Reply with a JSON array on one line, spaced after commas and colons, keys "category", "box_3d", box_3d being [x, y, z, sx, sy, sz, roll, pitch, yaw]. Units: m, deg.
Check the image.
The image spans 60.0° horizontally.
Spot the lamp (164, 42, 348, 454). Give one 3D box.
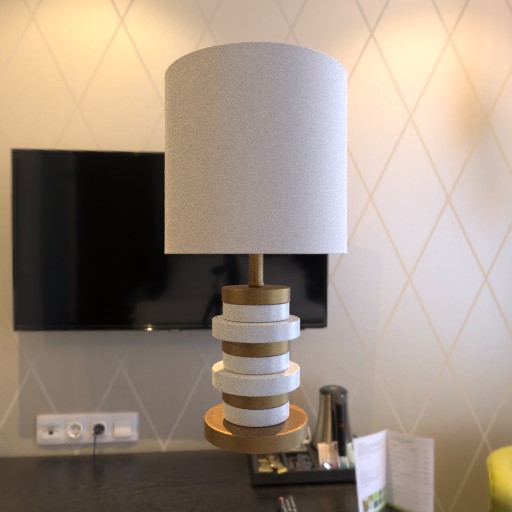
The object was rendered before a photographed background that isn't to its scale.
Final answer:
[{"category": "lamp", "box_3d": [0.000, 0.000, 0.519, 0.210, 0.410, 0.210, 0, 0, -35]}]
